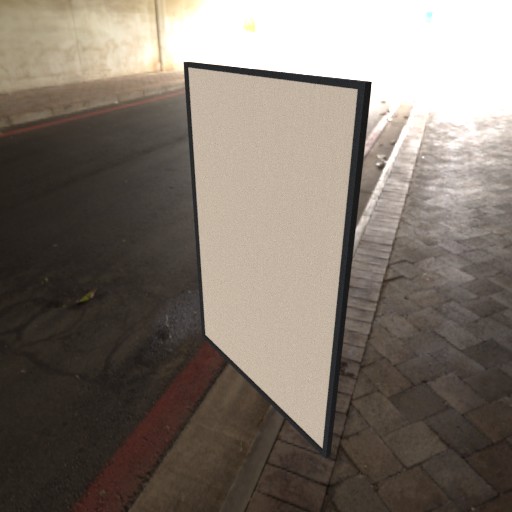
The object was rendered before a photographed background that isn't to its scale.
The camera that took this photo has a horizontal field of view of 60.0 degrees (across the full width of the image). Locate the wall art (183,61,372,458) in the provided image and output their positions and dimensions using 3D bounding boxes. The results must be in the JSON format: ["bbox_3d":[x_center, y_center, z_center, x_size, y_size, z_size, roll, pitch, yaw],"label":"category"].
[{"bbox_3d":[0.000,0.000,0.844,0.013,0.657,0.457,-18,32,-32],"label":"wall art"}]
